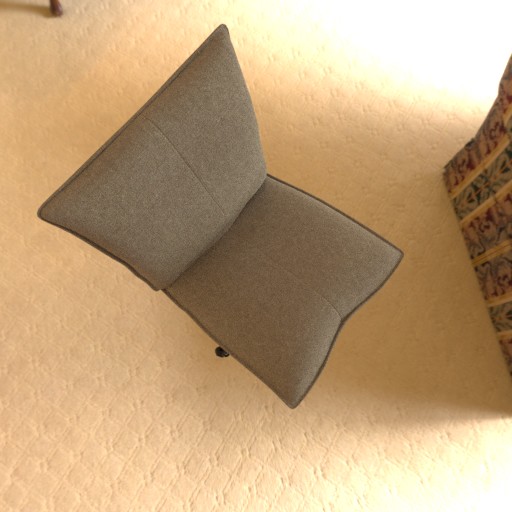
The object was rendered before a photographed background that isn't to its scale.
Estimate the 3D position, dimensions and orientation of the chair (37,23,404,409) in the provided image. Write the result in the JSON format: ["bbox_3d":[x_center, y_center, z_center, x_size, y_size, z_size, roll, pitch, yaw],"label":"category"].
[{"bbox_3d":[0.000,0.000,1.274,0.696,0.811,0.597,38,78,10],"label":"chair"}]
